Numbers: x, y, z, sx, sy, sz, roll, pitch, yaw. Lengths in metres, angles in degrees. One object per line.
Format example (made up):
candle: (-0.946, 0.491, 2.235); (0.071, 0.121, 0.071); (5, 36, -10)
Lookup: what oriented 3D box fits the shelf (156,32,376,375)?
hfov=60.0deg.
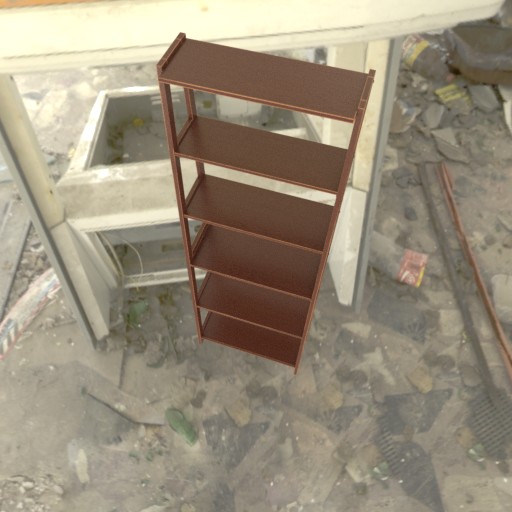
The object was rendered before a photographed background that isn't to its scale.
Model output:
shelf: (0.000, 0.000, 2.122); (0.660, 1.892, 0.381); (15, 59, 10)
